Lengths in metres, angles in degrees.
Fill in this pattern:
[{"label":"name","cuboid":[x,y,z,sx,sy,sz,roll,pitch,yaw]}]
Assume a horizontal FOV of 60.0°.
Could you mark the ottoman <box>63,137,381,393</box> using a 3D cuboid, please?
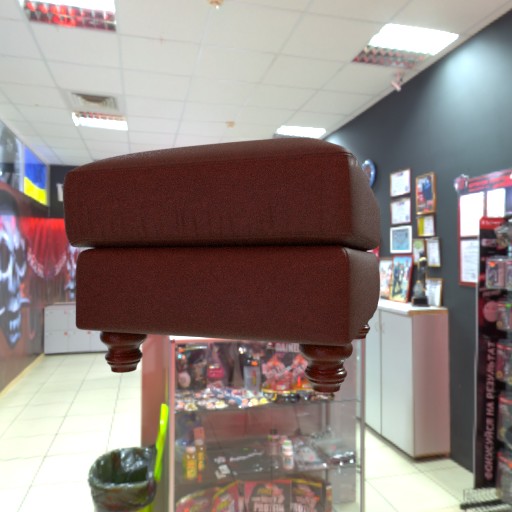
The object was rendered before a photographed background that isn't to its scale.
[{"label":"ottoman","cuboid":[0.000,0.000,1.198,0.635,0.508,0.787,0,0,19]}]
